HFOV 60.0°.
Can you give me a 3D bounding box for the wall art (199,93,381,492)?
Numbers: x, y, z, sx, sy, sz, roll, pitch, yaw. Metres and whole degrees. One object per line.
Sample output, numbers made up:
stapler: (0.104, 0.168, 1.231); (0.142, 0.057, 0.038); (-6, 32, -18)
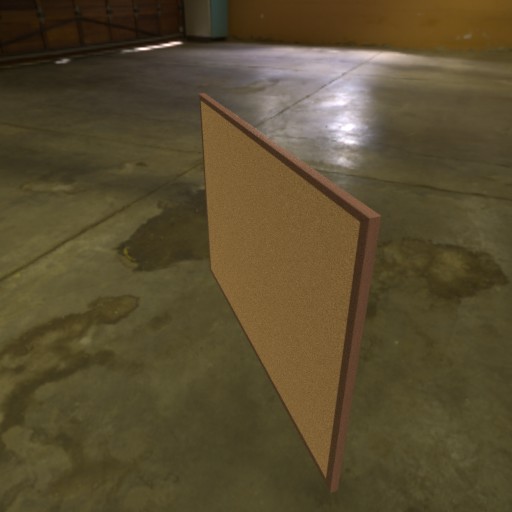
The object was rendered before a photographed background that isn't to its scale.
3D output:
wall art: (0.000, 0.000, 0.813); (0.014, 0.455, 0.660); (-11, 32, -18)
